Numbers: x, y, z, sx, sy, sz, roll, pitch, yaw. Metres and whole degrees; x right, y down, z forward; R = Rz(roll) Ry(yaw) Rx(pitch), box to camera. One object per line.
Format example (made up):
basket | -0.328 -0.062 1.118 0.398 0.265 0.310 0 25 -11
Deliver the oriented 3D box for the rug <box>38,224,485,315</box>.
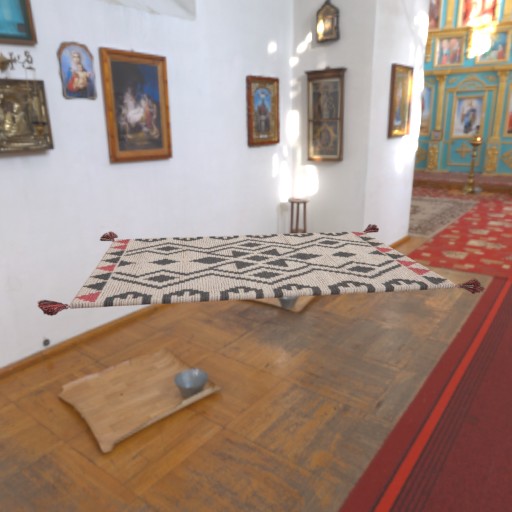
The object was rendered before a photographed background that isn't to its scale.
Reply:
rug | 0.000 0.000 2.638 2.069 0.067 1.444 -2 16 -8
